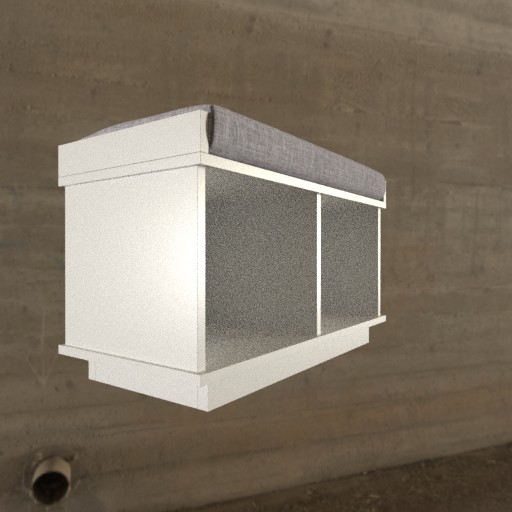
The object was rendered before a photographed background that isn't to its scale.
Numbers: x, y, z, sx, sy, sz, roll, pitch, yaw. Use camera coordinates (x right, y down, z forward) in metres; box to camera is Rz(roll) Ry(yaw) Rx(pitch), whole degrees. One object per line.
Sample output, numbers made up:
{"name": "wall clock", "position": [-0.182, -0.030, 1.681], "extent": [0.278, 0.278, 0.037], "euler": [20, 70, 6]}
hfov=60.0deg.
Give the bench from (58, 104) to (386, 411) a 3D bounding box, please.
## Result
{"name": "bench", "position": [0.000, 0.000, 1.002], "extent": [0.362, 0.461, 0.734], "euler": [0, 0, 36]}
